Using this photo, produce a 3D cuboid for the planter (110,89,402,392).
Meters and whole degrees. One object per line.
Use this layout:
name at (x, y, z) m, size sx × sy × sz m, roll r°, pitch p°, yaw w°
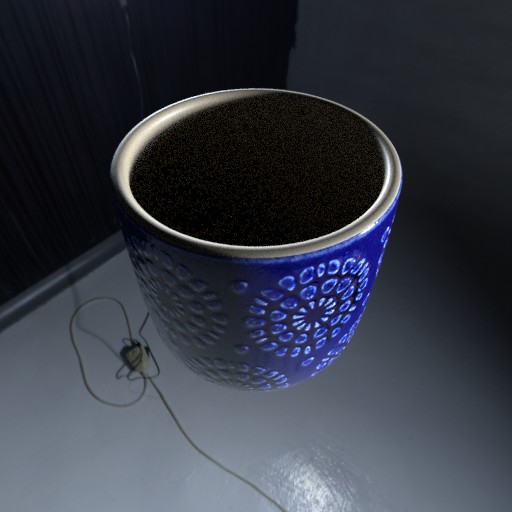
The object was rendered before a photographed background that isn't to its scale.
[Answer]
planter at (0.000, 0.000, 0.206) m, size 0.109 × 0.112 × 0.109 m, roll 0°, pitch 46°, yaw 0°
